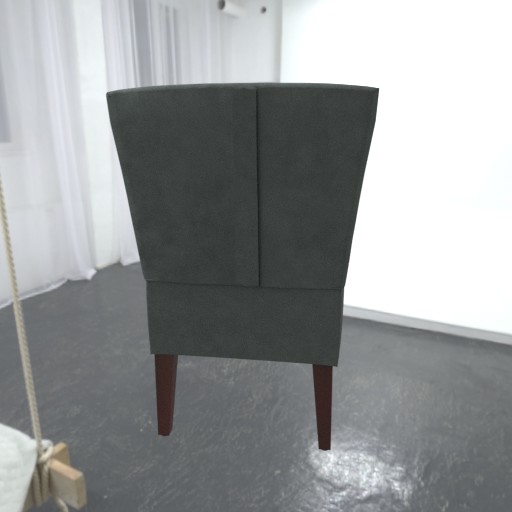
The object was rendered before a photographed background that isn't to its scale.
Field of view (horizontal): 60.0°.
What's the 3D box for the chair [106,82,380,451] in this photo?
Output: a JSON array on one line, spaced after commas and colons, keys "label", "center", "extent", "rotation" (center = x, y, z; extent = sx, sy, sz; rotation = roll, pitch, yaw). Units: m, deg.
[{"label": "chair", "center": [0.000, 0.000, 1.171], "extent": [0.521, 0.806, 0.554], "rotation": [2, 15, 8]}]
